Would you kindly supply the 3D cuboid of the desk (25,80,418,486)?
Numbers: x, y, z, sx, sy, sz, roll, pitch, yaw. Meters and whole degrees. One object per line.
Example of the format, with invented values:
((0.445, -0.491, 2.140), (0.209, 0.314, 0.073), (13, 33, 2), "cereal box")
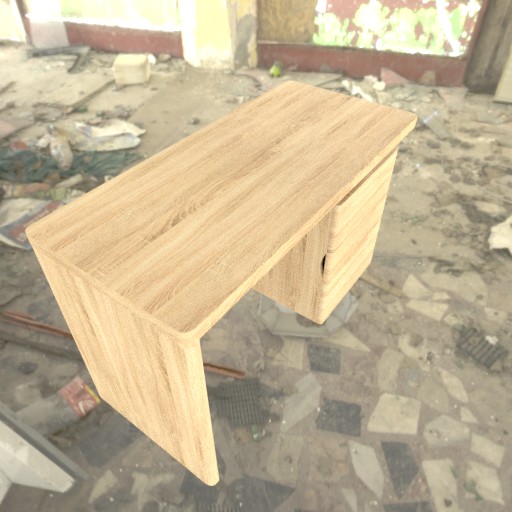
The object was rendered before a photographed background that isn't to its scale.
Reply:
((0.000, 0.000, 1.578), (0.550, 0.760, 1.200), (26, 49, 26), "desk")
